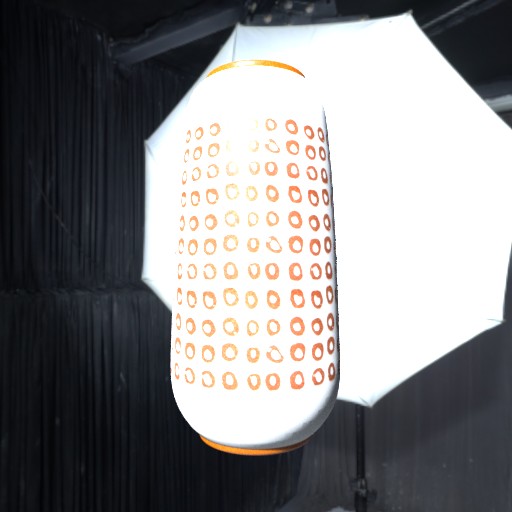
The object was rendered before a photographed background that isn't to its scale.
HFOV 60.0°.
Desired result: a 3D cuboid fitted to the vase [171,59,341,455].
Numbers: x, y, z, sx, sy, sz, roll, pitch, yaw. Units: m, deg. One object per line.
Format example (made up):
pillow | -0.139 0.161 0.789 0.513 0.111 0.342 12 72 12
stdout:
vase | 0.000 0.000 0.356 0.133 0.282 0.133 0 -1 0
